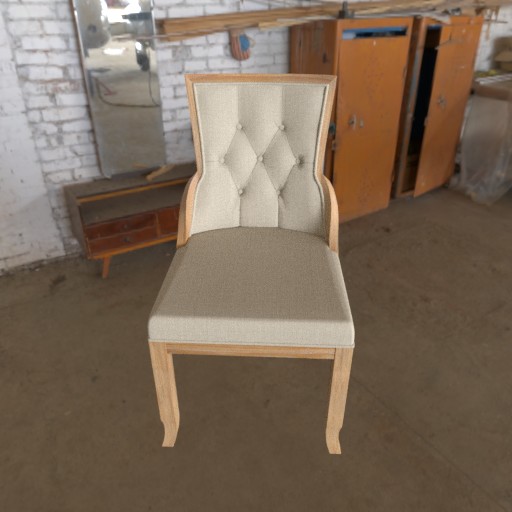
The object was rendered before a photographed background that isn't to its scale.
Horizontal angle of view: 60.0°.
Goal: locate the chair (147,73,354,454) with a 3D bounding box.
[{"bbox_3d":[0.000,0.000,1.335,0.524,0.947,0.641,1,30,2],"label":"chair"}]
